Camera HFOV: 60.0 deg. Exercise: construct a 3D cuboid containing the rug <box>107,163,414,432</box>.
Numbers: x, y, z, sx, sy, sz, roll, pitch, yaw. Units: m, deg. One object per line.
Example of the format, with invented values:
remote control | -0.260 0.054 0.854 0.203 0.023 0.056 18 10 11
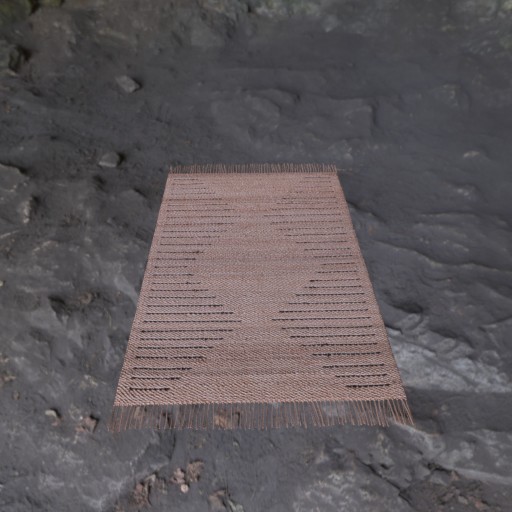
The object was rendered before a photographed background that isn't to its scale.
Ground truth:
rug | 0.000 0.000 2.534 1.224 0.027 2.085 -1 41 -1
